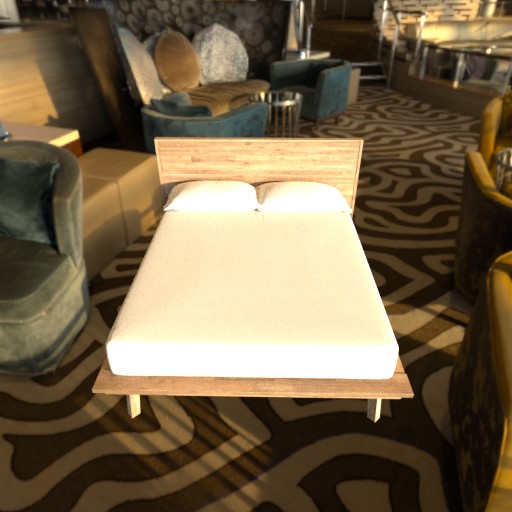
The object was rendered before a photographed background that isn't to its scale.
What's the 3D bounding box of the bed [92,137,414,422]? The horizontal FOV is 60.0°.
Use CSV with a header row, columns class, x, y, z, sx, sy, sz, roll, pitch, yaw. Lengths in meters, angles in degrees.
class,x,y,z,sx,sy,sz,roll,pitch,yaw
bed,0.000,0.000,3.145,1.759,1.071,2.145,1,31,1
